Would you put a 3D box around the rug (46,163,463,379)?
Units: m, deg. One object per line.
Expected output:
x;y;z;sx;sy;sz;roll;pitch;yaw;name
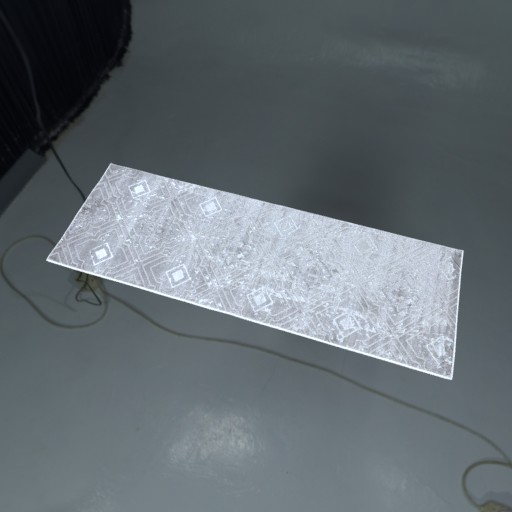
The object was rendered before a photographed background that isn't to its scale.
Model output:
0.000;0.000;2.678;2.381;0.035;0.832;15;59;9;rug
